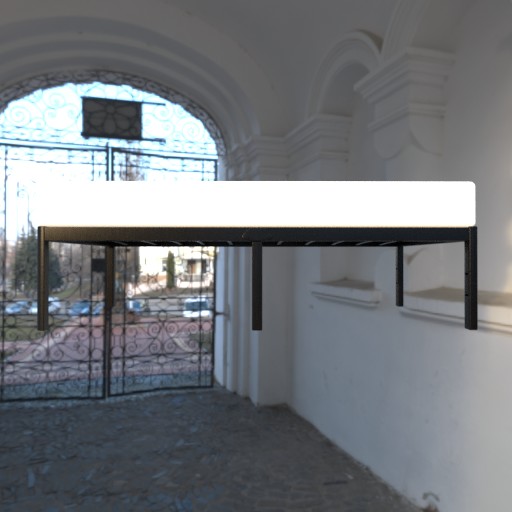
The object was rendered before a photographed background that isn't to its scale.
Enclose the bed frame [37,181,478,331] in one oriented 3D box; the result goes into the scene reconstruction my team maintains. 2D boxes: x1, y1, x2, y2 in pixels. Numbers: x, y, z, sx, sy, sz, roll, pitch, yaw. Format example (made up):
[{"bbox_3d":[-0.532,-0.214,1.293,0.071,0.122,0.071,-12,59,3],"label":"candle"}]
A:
[{"bbox_3d":[0.000,0.000,2.445,1.950,0.659,1.023,0,0,-1],"label":"bed frame"}]
